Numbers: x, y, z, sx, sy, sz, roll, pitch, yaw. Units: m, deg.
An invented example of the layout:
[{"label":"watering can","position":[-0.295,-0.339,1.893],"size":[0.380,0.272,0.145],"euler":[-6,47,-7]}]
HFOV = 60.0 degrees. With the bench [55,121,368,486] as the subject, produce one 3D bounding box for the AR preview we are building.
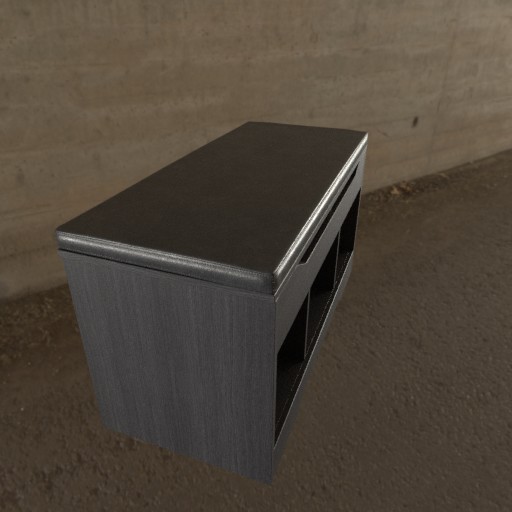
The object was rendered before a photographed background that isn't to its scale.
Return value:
[{"label":"bench","position":[0.000,0.000,1.179],"size":[0.401,0.501,0.905],"euler":[10,31,18]}]
